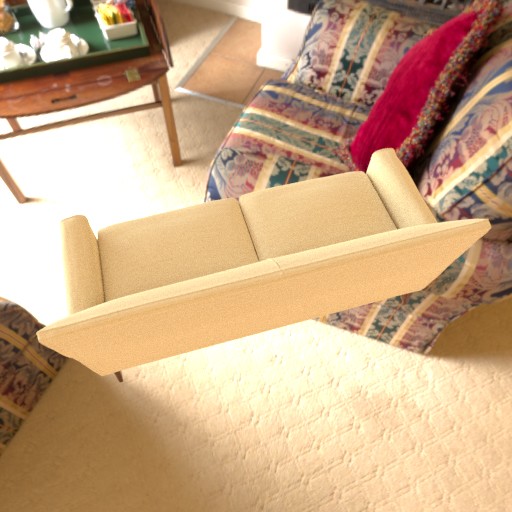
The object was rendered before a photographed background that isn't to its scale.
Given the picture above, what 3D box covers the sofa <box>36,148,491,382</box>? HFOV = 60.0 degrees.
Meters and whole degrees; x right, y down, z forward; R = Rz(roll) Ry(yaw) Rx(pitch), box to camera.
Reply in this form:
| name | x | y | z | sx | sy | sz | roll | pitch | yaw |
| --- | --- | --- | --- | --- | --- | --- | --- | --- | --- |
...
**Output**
| name | x | y | z | sx | sy | sz | roll | pitch | yaw |
| --- | --- | --- | --- | --- | --- | --- | --- | --- | --- |
| sofa | 0.000 | 0.000 | 2.440 | 2.001 | 0.907 | 0.841 | -14 | 58 | -9 |
